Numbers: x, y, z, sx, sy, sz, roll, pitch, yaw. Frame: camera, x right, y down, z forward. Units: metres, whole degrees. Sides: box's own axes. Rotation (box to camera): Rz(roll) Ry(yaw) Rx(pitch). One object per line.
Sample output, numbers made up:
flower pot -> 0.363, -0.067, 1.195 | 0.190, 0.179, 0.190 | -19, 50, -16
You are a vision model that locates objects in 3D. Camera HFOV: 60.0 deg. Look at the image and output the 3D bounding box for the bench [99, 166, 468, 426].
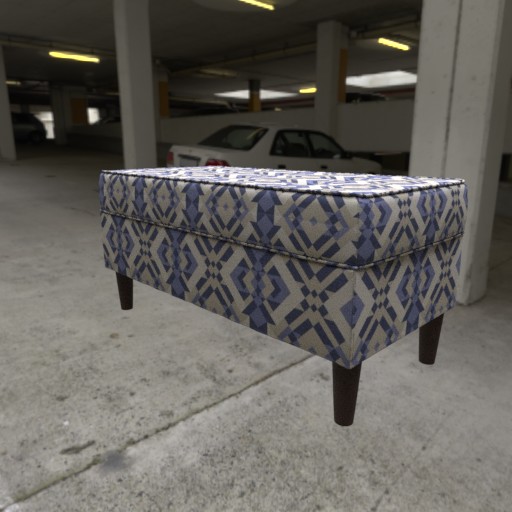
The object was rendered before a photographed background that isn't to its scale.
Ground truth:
bench -> 0.000, 0.000, 1.308 | 0.492, 0.477, 1.016 | -13, 19, -43
